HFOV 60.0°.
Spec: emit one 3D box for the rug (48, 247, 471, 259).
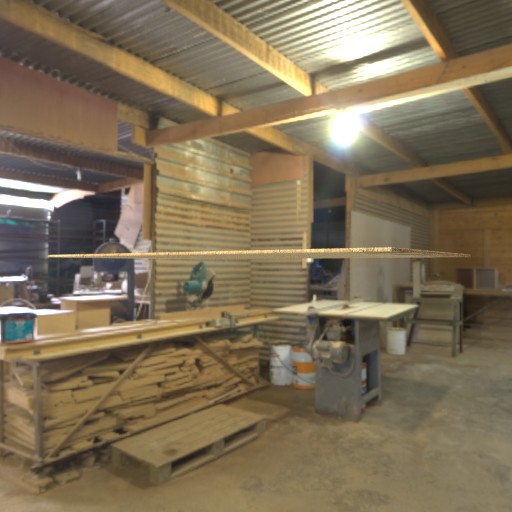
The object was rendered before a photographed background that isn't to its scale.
[{"bbox_3d":[0.000,0.000,2.884,2.292,0.014,1.528,-1,-1,35],"label":"rug"}]
